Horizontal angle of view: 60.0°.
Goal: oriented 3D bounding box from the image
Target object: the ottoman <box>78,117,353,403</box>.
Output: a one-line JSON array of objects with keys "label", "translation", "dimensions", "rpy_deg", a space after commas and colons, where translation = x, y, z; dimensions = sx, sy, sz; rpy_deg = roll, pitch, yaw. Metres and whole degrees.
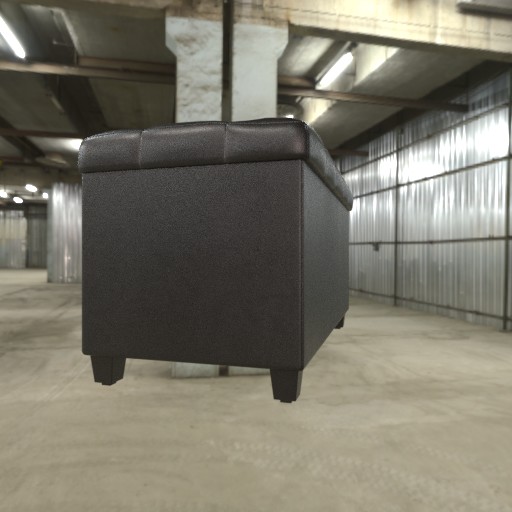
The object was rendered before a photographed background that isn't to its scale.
[{"label": "ottoman", "translation": [0.000, 0.000, 1.124], "dimensions": [0.432, 0.470, 0.838], "rpy_deg": [0, 0, 17]}]
